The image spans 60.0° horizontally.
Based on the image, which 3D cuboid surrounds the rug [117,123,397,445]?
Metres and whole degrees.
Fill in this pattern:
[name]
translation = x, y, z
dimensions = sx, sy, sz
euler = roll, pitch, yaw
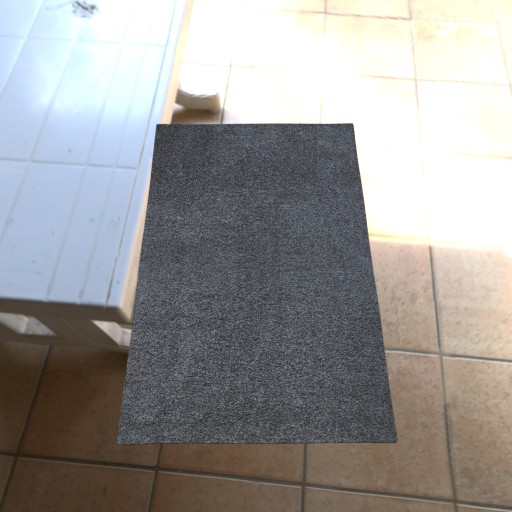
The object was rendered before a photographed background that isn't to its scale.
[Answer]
[rug]
translation = 0.000, 0.000, 3.448
dimensions = 1.802, 0.026, 2.699
euler = 0, 63, 0
